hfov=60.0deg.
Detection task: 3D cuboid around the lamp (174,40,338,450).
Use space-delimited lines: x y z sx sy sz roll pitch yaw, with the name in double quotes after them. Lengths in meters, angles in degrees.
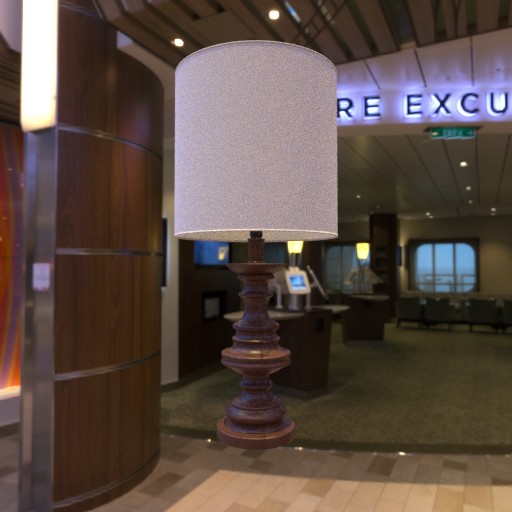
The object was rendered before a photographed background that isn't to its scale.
0.000 0.000 0.572 0.208 0.455 0.208 1 -2 -19 "lamp"
